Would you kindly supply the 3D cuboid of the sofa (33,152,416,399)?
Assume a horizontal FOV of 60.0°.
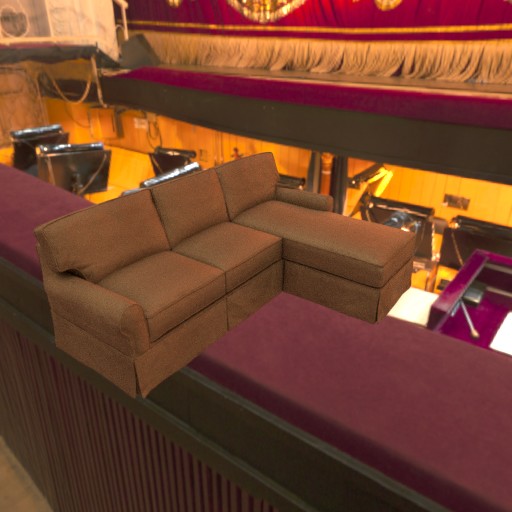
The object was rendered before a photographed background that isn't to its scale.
[{"bbox_3d":[0.000,0.000,3.311,1.733,0.978,2.475,18,32,32],"label":"sofa"}]
